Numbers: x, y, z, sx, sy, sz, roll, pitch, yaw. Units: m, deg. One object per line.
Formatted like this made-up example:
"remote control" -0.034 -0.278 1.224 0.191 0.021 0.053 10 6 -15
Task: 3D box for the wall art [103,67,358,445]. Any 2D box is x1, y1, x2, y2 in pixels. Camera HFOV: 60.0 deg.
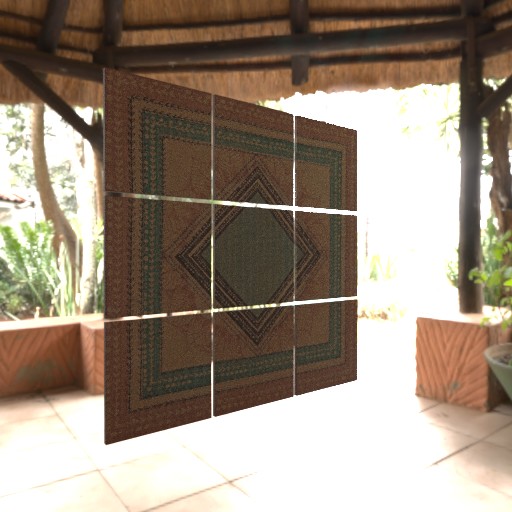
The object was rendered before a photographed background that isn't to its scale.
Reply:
"wall art" 0.000 0.000 1.348 0.915 0.914 0.013 0 1 -37
